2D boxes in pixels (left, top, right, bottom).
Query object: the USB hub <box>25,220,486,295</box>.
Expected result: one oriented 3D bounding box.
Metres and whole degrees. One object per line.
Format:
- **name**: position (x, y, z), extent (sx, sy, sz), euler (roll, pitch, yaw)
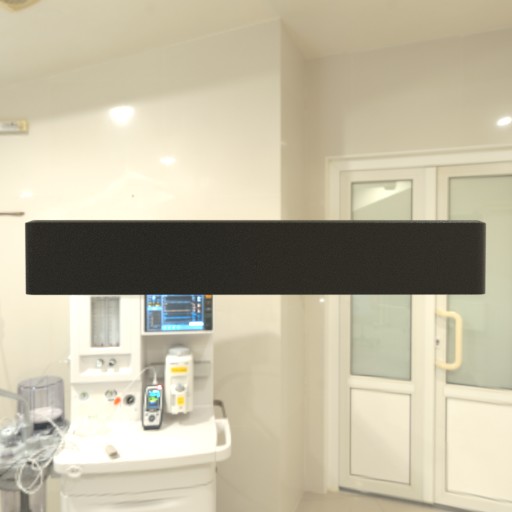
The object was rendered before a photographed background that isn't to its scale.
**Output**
- **USB hub**: position (0.000, 0.000, 0.158), extent (0.145, 0.023, 0.044), euler (0, 1, 0)
